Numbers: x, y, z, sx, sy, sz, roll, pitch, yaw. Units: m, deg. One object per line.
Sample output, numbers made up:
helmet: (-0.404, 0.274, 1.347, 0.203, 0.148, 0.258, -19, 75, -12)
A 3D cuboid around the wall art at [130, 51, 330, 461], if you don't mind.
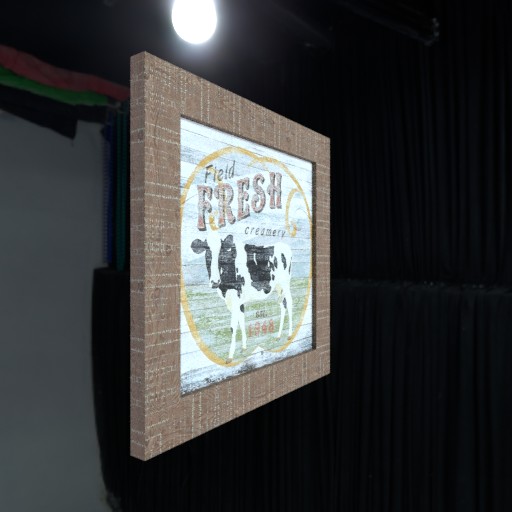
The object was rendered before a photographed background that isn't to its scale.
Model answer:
wall art: (0.000, 0.000, 0.797, 0.029, 0.531, 0.531, 0, 0, 36)
